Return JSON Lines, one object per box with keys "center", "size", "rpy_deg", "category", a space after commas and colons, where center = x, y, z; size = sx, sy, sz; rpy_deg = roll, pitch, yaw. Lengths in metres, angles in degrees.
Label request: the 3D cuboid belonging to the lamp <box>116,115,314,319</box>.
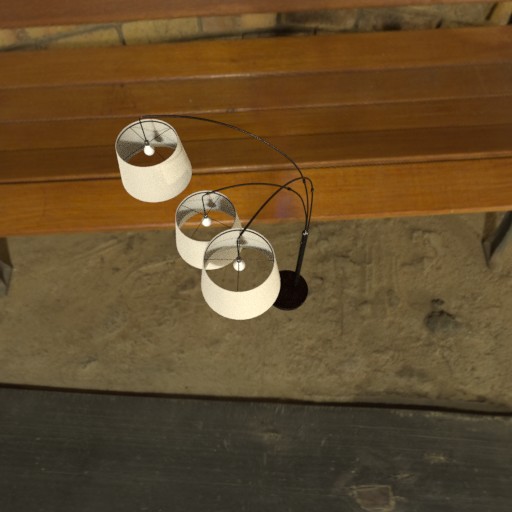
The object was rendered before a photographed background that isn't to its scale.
{"center": [0.000, 0.000, 2.486], "size": [0.924, 1.950, 0.951], "rpy_deg": [-32, 68, -15], "category": "lamp"}
